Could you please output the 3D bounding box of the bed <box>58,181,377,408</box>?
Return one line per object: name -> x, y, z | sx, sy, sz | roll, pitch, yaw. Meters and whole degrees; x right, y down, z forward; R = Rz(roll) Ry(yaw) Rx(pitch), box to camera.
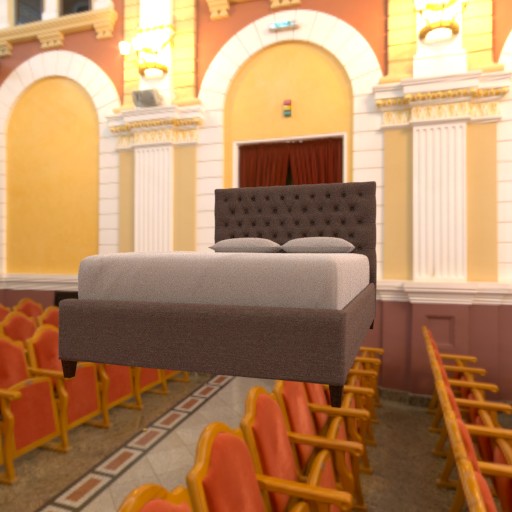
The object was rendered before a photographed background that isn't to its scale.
bed -> 0.000, 0.000, 3.461 | 1.698, 1.427, 2.387 | 0, 0, 18
